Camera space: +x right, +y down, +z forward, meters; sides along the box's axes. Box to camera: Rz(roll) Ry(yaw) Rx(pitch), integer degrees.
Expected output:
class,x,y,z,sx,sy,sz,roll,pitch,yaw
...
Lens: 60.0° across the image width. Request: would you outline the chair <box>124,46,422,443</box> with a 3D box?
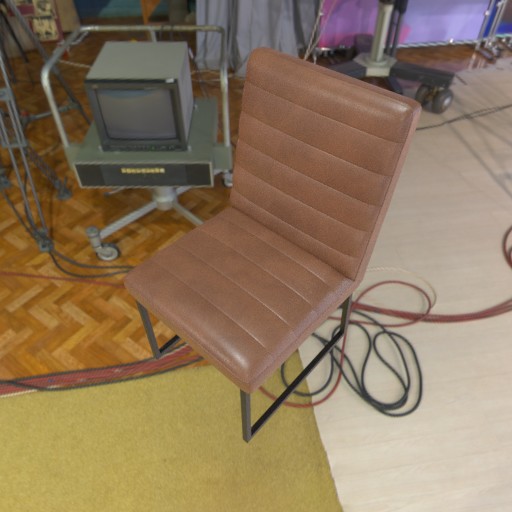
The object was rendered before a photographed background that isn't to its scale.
class,x,y,z,sx,sy,sz,roll,pitch,yaw
chair,0.000,0.000,1.320,0.520,0.930,0.634,33,55,27
